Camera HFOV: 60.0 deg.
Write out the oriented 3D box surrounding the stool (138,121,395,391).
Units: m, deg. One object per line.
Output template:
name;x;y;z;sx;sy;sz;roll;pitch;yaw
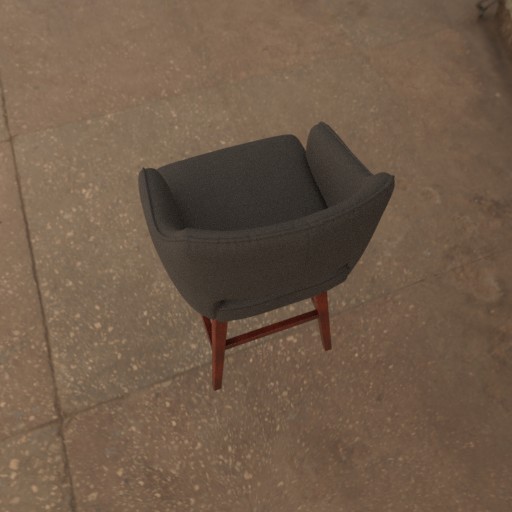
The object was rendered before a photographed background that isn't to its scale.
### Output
stool;0.000;0.000;1.337;0.548;1.012;0.558;-17;60;-10
